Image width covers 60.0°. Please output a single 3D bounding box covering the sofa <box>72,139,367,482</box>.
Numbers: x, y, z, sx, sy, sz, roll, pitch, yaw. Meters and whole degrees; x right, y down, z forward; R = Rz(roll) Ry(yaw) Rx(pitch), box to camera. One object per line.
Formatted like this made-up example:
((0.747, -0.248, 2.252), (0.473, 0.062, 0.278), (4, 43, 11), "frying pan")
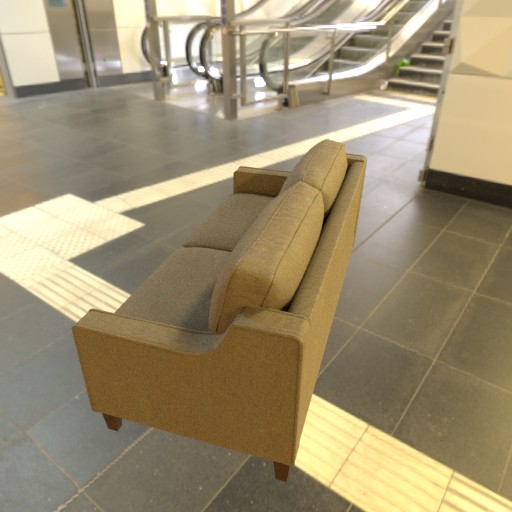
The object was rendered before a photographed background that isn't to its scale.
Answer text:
((0.000, 0.000, 2.765), (1.073, 1.074, 2.181), (9, 32, 15), "sofa")
